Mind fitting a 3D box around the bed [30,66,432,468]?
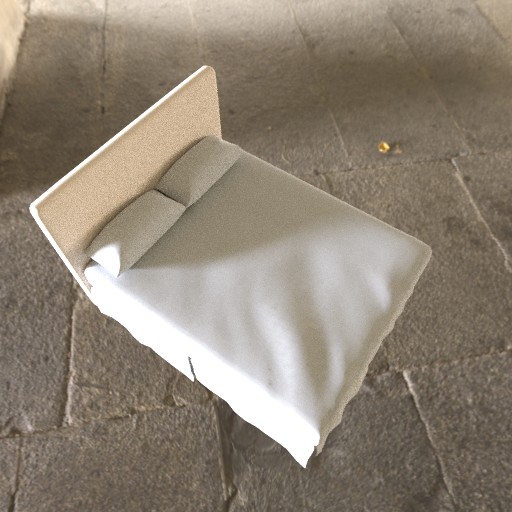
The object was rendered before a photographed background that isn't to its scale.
[{"bbox_3d":[0.000,0.000,3.173,2.142,1.330,1.748,31,63,18],"label":"bed"}]
